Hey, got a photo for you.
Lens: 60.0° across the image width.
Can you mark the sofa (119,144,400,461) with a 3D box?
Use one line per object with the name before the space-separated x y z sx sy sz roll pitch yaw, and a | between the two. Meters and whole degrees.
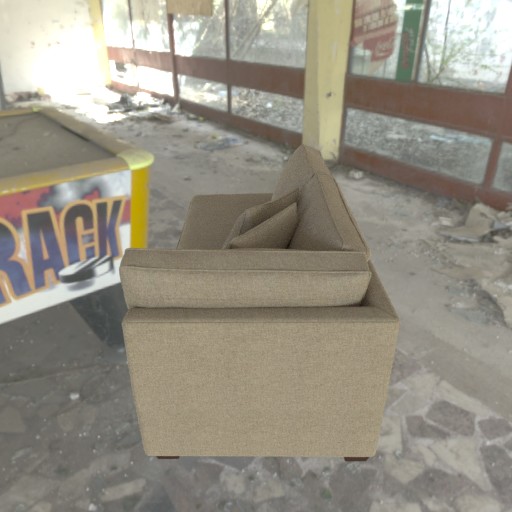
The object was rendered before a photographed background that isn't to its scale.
sofa | 0.000 0.000 2.781 1.110 1.019 2.238 0 28 0
